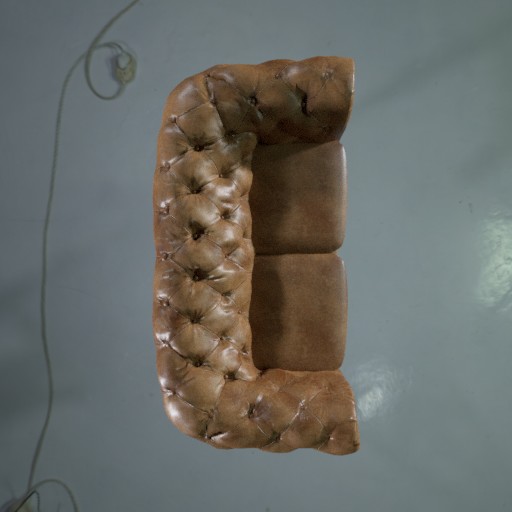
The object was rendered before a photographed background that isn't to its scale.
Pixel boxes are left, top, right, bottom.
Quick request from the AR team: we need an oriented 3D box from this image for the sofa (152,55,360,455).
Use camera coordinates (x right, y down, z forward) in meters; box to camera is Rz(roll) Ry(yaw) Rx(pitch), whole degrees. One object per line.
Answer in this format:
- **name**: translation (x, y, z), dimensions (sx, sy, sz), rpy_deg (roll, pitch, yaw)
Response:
- **sofa**: translation (0.000, 0.000, 2.538), dimensions (1.042, 0.877, 1.979), rpy_deg (0, 90, 2)
